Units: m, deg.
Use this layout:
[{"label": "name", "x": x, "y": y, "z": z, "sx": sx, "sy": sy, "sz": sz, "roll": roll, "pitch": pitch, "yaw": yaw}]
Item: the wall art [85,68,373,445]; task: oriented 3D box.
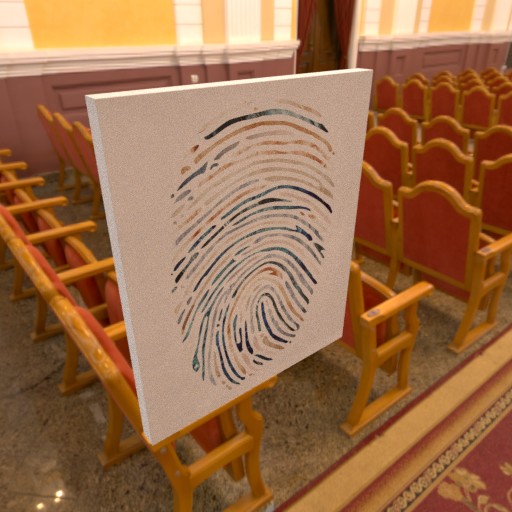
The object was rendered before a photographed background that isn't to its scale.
[{"label": "wall art", "x": 0.000, "y": 0.000, "z": 0.815, "sx": 0.508, "sy": 0.606, "sz": 0.037, "roll": -21, "pitch": 35, "yaw": -33}]
